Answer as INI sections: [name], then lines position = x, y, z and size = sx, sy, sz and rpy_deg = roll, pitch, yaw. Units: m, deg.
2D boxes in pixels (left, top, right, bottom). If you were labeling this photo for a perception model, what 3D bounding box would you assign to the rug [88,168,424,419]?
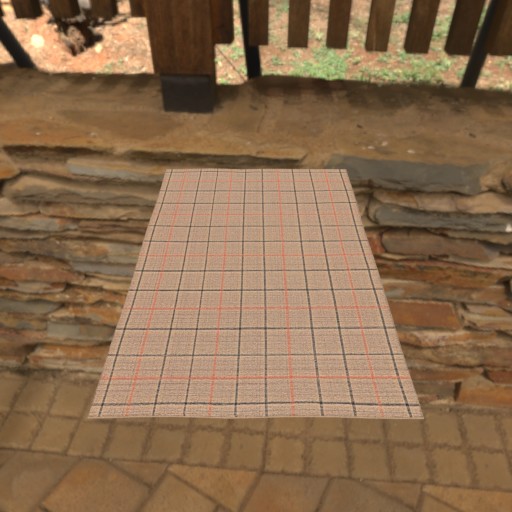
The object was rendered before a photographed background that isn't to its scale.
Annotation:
[rug]
position = 0.000, 0.000, 2.306
size = 1.220, 0.013, 1.829
rpy_deg = 0, 40, 0
